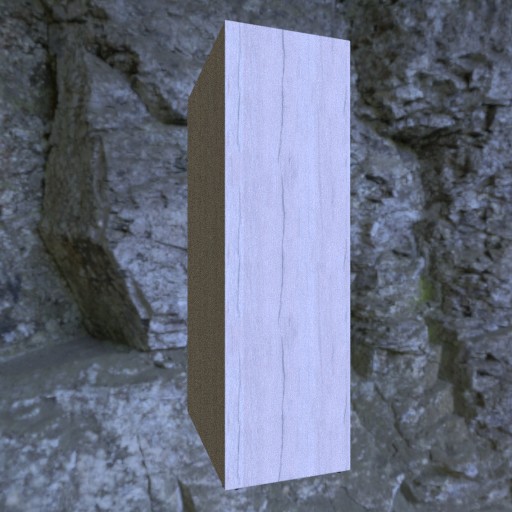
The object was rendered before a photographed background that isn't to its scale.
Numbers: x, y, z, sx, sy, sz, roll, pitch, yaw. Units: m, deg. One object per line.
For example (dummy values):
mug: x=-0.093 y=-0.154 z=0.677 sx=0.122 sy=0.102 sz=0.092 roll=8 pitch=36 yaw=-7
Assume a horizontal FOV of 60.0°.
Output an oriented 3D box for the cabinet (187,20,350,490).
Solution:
cabinet: x=0.000 y=0.000 z=2.366 sx=0.580 sy=1.930 sz=0.980 roll=0 pitch=0 yaw=-18
